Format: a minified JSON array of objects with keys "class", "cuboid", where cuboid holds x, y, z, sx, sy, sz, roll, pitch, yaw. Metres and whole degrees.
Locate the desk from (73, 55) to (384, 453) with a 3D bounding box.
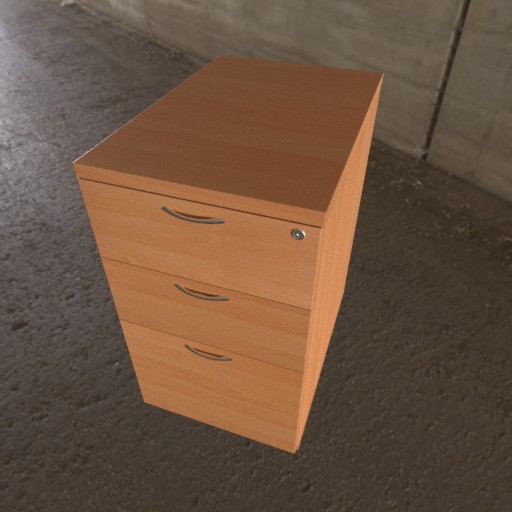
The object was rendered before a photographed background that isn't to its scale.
[{"class":"desk","cuboid":[0.000,0.000,1.084,0.404,0.730,0.600,13,42,15]}]
